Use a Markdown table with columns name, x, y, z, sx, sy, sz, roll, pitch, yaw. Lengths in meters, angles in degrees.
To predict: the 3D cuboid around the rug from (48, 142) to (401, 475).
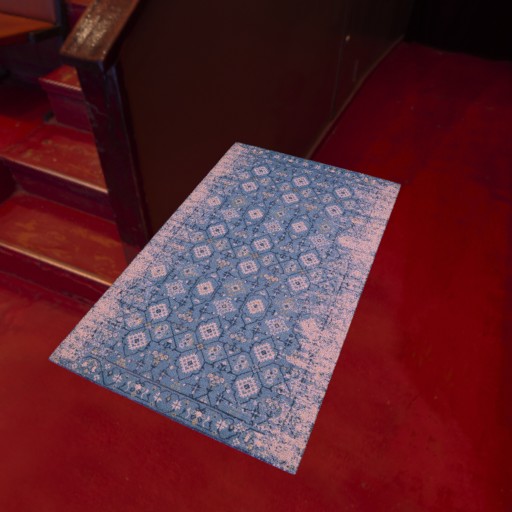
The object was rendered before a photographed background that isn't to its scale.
| name | x | y | z | sx | sy | sz | roll | pitch | yaw |
| --- | --- | --- | --- | --- | --- | --- | --- | --- | --- |
| rug | 0.000 | 0.000 | 2.242 | 1.102 | 0.008 | 1.795 | 18 | 50 | 16 |
